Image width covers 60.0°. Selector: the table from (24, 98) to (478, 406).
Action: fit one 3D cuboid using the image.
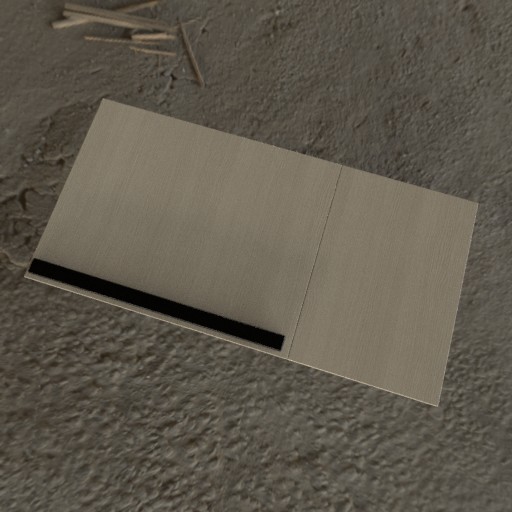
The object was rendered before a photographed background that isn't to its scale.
[{"bbox_3d":[0.000,0.000,0.796,0.644,0.242,0.322,17,77,4],"label":"table"}]
